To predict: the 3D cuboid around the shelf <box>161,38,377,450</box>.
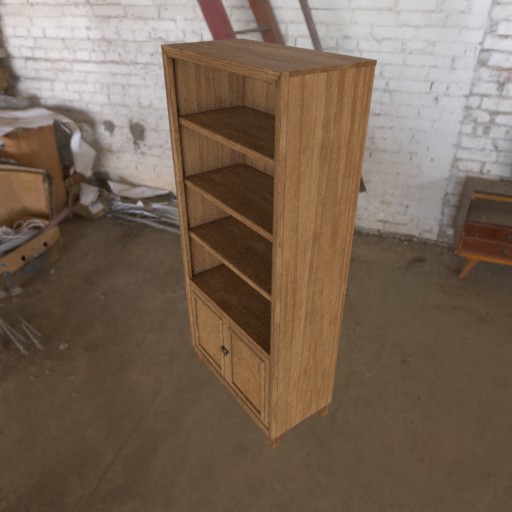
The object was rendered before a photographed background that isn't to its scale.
[{"bbox_3d":[0.000,0.000,2.288,0.453,1.930,0.864,-21,37,-30],"label":"shelf"}]
